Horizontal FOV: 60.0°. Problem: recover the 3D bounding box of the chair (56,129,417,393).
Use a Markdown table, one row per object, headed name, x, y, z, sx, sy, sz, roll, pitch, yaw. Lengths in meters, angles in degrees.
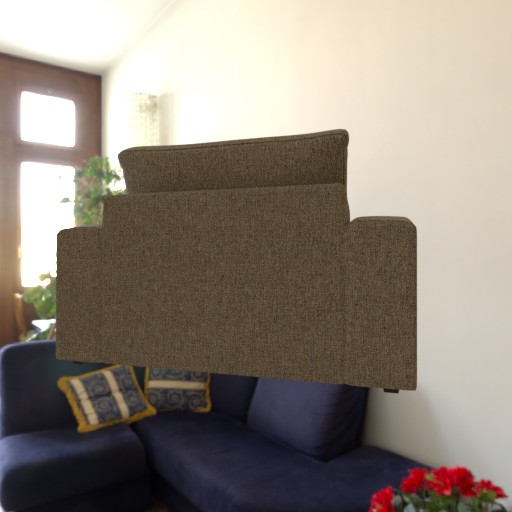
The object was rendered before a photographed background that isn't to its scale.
| name | x | y | z | sx | sy | sz | roll | pitch | yaw |
| --- | --- | --- | --- | --- | --- | --- | --- | --- | --- |
| chair | 0.000 | 0.000 | 2.092 | 1.398 | 0.915 | 1.039 | 0 | 0 | 18 |
